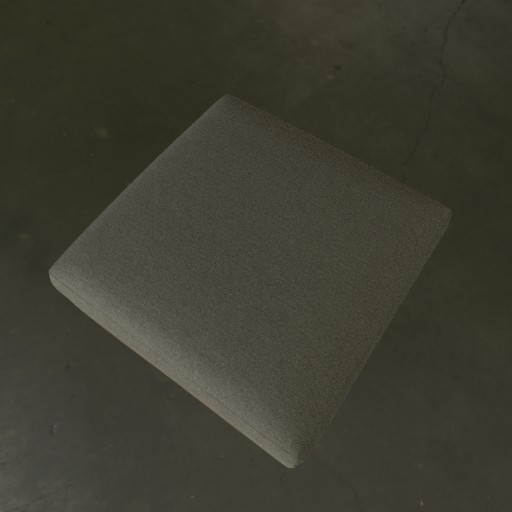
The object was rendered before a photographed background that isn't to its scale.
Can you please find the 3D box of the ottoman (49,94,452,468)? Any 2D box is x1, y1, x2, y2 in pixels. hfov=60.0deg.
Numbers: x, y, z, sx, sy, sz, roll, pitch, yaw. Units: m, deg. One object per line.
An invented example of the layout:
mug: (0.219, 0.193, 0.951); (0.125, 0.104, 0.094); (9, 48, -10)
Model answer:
ottoman: (0.000, 0.000, 1.635); (1.041, 0.470, 1.041); (33, 68, 15)
